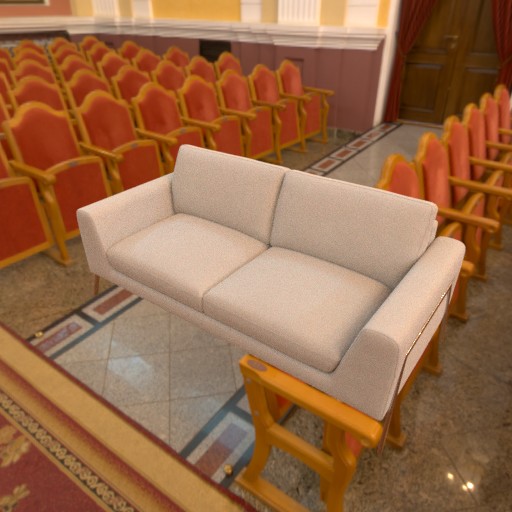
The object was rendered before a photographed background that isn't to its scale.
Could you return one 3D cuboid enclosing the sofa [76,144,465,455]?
[{"bbox_3d":[0.000,0.000,2.540,2.017,0.875,0.953,20,36,31],"label":"sofa"}]
